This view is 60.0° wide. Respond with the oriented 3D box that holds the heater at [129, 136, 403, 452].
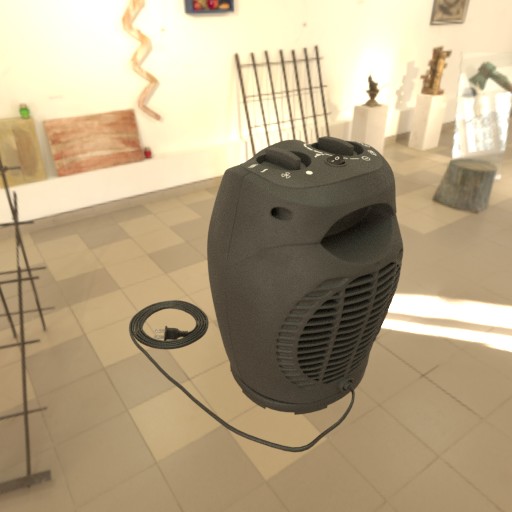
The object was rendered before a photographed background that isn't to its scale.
[{"bbox_3d":[0.000,0.000,0.473,0.239,0.255,0.291,-20,36,-30],"label":"heater"}]
